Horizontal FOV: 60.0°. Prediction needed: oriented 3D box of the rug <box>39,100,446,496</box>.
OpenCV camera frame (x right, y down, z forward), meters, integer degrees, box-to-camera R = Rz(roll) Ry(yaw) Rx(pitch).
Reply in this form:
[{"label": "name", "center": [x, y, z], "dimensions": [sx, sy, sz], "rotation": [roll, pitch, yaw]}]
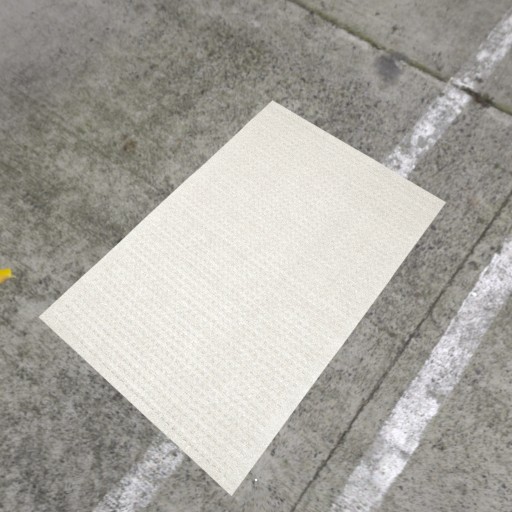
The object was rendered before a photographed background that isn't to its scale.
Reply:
[{"label": "rug", "center": [0.000, 0.000, 2.861], "dimensions": [1.523, 0.006, 2.289], "rotation": [36, 69, 16]}]
